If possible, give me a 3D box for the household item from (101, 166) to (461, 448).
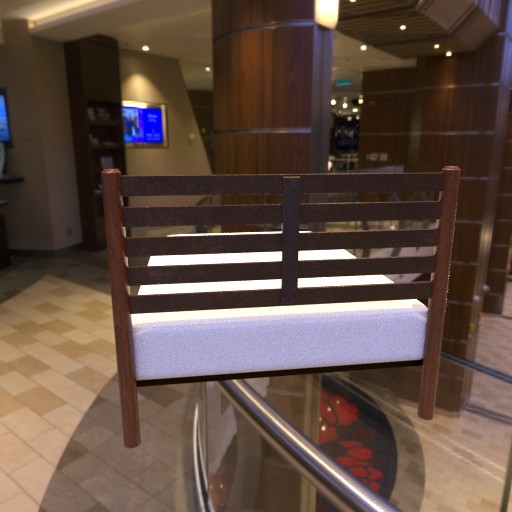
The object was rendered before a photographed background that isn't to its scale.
[{"bbox_3d":[0.000,0.000,3.211,1.663,1.356,2.232,-2,14,-8],"label":"household item"}]
